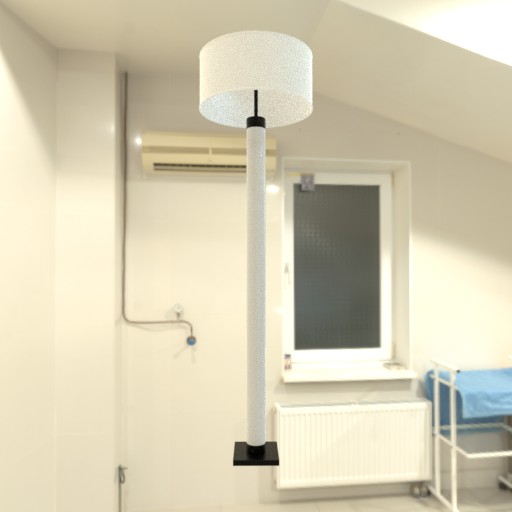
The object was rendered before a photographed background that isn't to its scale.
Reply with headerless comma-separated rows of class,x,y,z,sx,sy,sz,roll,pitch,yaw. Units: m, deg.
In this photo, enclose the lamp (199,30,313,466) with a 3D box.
lamp,0.000,0.000,1.637,0.420,1.475,0.420,0,-1,0
